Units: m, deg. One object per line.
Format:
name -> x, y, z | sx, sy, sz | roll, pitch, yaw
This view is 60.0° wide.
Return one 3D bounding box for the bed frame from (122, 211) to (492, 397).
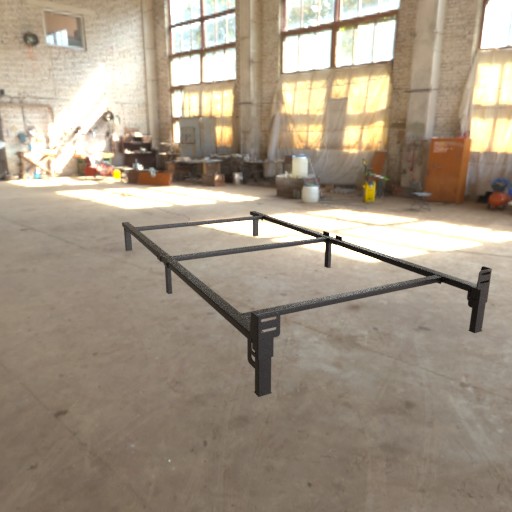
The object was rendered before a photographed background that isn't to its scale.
bed frame -> 0.000, 0.000, 2.248 | 0.968, 0.248, 1.897 | -8, 17, -26
